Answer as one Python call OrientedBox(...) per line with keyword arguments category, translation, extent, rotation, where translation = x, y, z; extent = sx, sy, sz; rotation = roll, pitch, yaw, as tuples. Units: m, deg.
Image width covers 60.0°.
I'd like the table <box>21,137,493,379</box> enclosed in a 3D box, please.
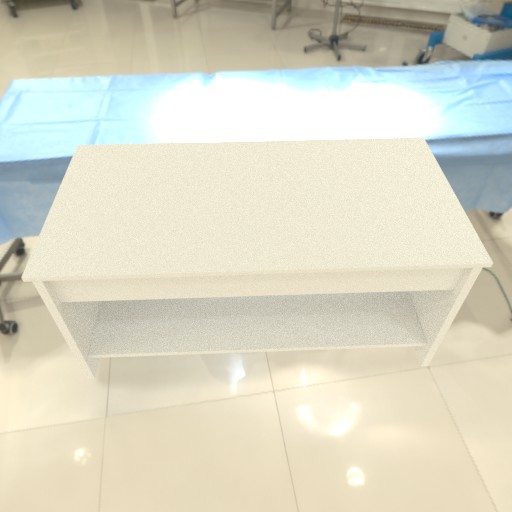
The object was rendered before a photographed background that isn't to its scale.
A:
OrientedBox(category="table", translation=(0.000, 0.000, 1.269), extent=(1.000, 0.441, 0.500), rotation=(-2, 47, -2))
